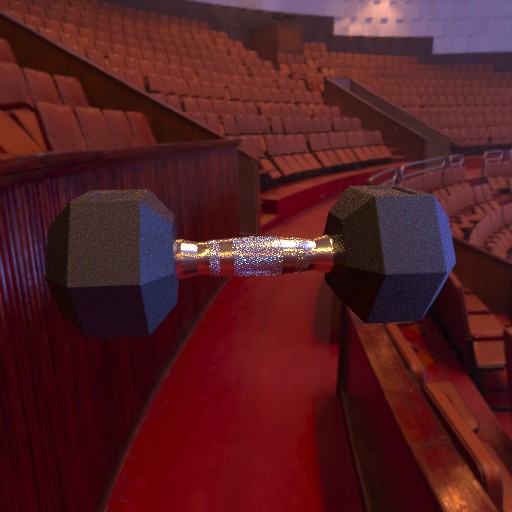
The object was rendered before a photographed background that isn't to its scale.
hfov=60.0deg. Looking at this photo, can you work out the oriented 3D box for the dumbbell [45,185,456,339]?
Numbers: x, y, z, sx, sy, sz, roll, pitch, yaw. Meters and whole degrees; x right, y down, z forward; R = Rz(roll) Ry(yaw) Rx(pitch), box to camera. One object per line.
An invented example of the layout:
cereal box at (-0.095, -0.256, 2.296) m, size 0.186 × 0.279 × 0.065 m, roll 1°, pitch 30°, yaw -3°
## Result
dumbbell at (0.000, 0.000, 0.322) m, size 0.272 × 0.092 × 0.106 m, roll -2°, pitch 16°, yaw -7°
